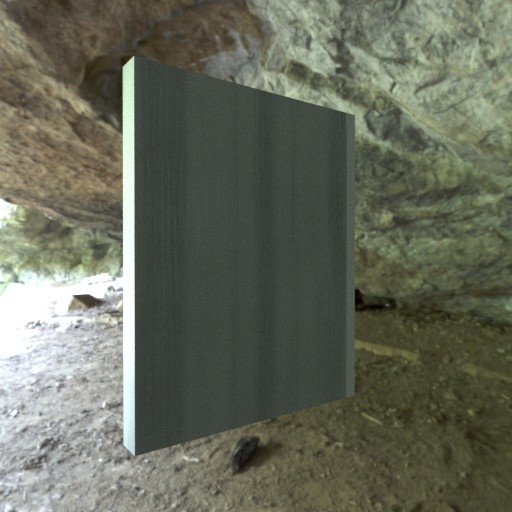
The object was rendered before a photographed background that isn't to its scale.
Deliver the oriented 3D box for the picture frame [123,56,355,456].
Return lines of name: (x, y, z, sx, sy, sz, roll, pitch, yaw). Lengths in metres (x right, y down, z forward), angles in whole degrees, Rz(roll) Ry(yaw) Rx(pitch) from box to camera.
picture frame: (0.000, 0.000, 0.764, 0.449, 0.555, 0.046, 0, 0, -36)
